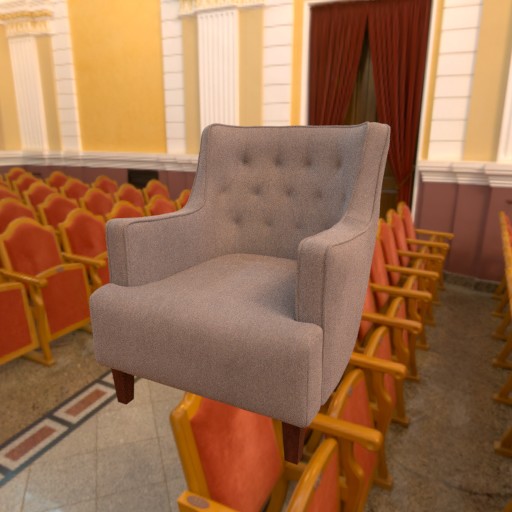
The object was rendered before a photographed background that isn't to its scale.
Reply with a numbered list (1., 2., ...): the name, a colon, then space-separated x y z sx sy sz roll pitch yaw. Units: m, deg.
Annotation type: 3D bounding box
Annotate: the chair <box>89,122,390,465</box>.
1. chair: 0.000 0.000 1.580 0.781 0.919 0.910 8 18 26
